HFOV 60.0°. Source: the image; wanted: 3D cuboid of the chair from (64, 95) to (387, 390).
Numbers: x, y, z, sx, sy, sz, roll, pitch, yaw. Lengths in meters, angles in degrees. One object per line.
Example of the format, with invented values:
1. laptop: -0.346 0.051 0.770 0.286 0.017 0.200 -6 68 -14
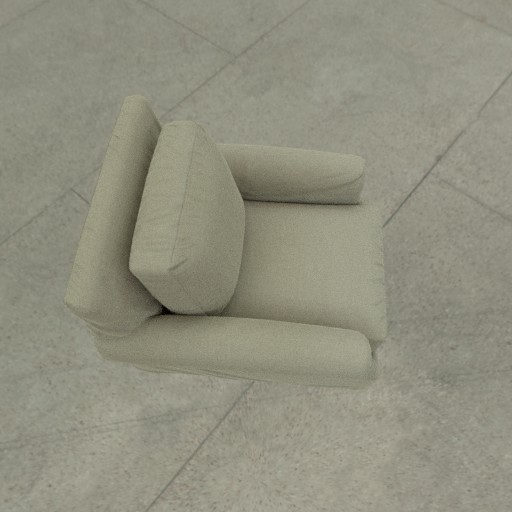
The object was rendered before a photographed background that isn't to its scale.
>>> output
1. chair: 0.000 0.000 1.747 1.066 0.866 0.940 4 63 2
